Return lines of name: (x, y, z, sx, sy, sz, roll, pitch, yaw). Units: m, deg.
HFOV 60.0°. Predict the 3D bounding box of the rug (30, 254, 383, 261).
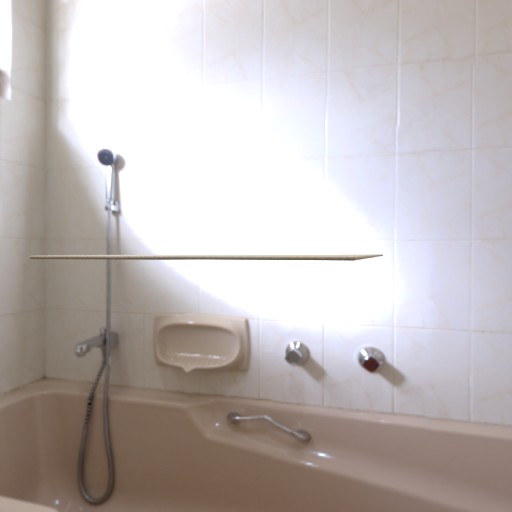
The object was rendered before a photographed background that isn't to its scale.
rug: (0.000, 0.000, 2.375, 1.238, 0.014, 1.848, 0, 0, 18)
